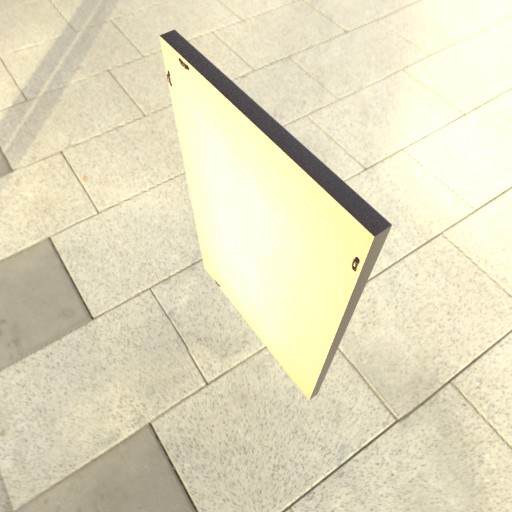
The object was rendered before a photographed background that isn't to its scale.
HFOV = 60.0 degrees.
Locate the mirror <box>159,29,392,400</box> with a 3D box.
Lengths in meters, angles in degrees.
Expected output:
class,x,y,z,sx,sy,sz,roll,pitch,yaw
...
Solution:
class,x,y,z,sx,sy,sz,roll,pitch,yaw
mirror,0.000,0.000,1.151,0.041,0.915,0.609,-32,63,-18
